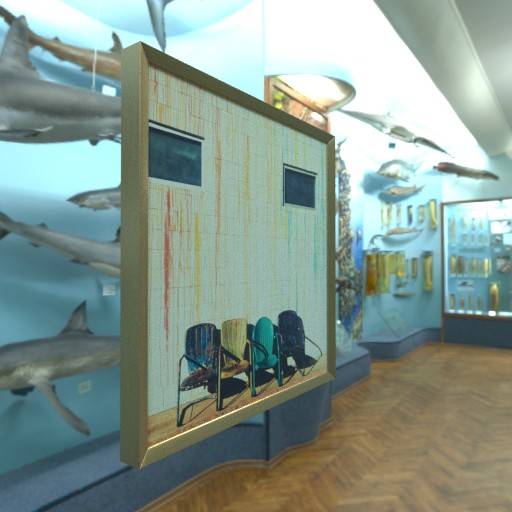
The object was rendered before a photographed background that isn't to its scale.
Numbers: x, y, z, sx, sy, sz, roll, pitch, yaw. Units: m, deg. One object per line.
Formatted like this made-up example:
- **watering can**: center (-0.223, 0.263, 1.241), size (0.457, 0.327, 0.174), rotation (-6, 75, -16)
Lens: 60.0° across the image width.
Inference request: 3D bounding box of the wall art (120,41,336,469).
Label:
- **wall art**: center (0.000, 0.000, 0.734), size (0.037, 0.505, 0.505), rotation (0, -1, 37)
